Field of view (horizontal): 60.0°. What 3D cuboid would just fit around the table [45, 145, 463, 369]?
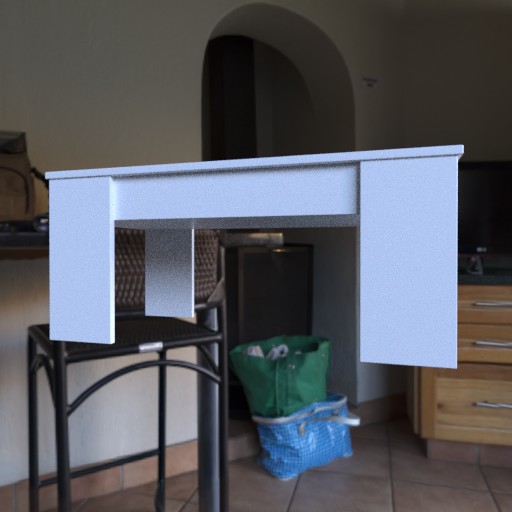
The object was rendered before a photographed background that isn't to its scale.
[{"bbox_3d":[0.000,0.000,1.251,1.000,0.440,0.500,0,0,17],"label":"table"}]
